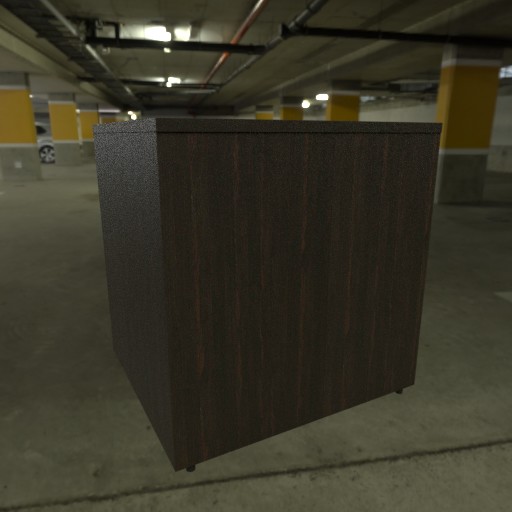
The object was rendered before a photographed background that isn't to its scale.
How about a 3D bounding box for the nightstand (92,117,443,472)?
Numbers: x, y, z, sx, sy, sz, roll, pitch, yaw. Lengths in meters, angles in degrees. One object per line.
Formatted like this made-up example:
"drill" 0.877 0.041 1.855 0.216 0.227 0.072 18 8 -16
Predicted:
"nightstand" 0.000 0.000 0.805 0.461 0.460 0.400 -8 17 -28
